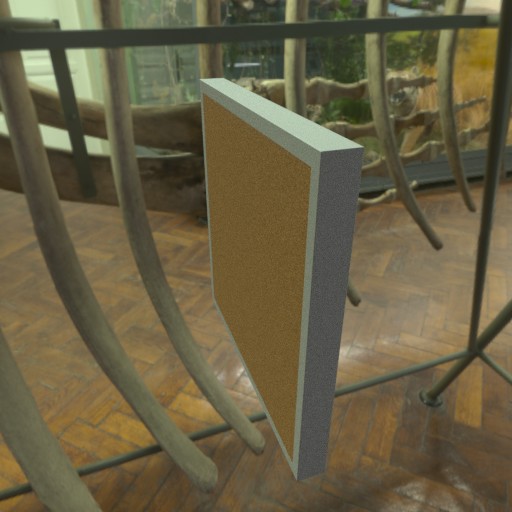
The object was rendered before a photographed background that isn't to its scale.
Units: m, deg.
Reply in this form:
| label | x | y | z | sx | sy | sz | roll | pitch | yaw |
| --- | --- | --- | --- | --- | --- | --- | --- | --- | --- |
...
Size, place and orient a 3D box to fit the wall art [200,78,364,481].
| label | x | y | z | sx | sy | sz | roll | pitch | yaw |
| --- | --- | --- | --- | --- | --- | --- | --- | --- | --- |
| wall art | 0.000 | 0.000 | 0.610 | 0.038 | 0.406 | 0.406 | -10 | 31 | -17 |
